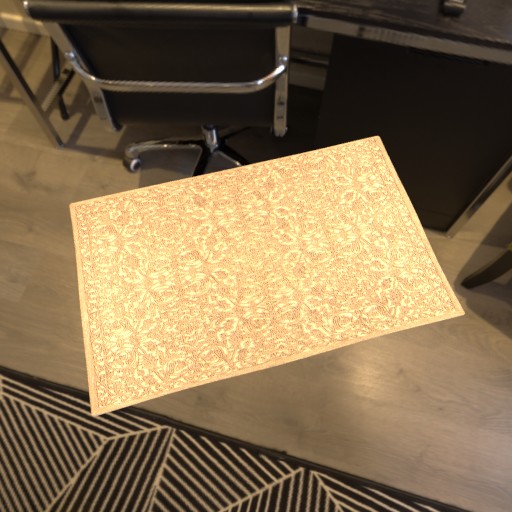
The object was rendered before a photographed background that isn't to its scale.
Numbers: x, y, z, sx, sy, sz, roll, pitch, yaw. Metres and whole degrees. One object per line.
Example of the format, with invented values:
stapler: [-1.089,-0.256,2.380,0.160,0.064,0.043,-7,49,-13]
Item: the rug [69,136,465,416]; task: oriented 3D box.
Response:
rug: [0.000,0.000,3.079,2.435,0.012,1.529,-14,66,-6]
